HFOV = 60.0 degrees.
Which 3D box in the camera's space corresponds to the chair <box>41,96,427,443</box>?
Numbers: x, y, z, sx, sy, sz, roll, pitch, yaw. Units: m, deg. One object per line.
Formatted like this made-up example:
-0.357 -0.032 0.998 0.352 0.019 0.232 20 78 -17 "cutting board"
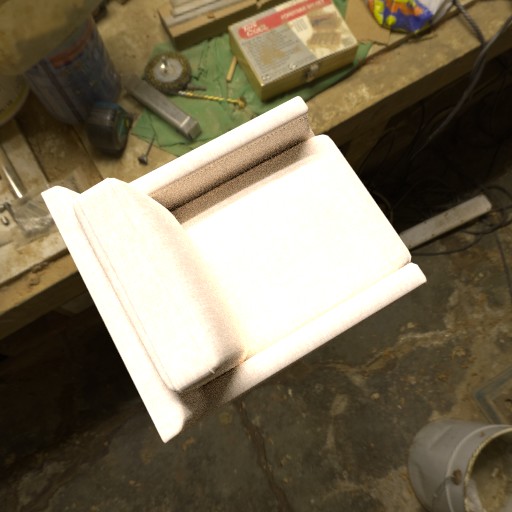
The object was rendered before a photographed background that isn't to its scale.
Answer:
0.000 0.000 1.716 1.041 0.940 0.838 -29 77 -7 "chair"
